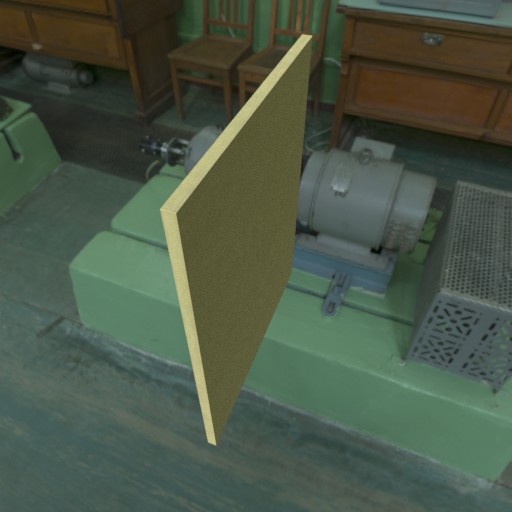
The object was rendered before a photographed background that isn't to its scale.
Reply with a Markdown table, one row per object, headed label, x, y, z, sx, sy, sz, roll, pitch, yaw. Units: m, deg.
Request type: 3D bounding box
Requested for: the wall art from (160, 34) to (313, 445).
| label | x | y | z | sx | sy | sz | roll | pitch | yaw |
| --- | --- | --- | --- | --- | --- | --- | --- | --- | --- |
| wall art | 0.000 | 0.000 | 1.341 | 0.030 | 1.002 | 0.798 | 16 | 49 | 14 |
